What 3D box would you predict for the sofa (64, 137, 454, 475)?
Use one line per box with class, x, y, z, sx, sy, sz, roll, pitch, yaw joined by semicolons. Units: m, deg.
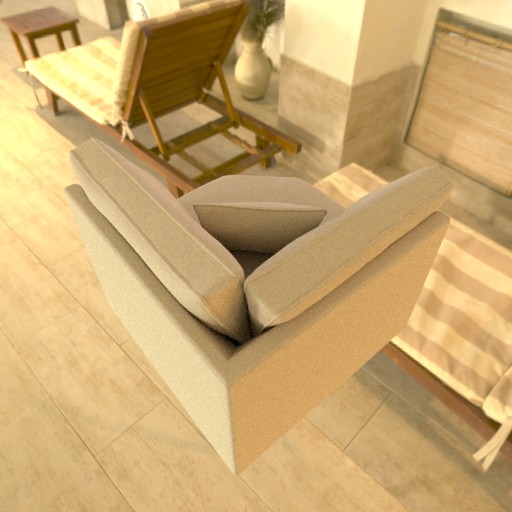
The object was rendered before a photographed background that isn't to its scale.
sofa;0.000;0.000;1.832;1.050;0.937;1.042;-31;53;-26
